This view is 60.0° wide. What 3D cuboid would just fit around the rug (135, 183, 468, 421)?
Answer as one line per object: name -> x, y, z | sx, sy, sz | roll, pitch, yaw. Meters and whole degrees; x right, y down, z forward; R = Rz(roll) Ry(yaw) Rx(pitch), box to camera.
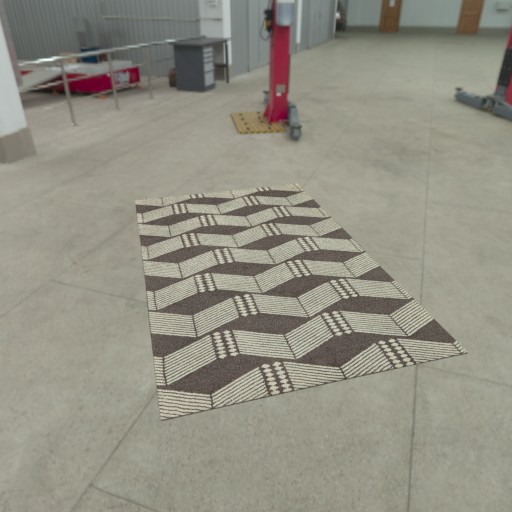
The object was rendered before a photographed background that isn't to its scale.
rug -> 0.000, 0.000, 3.048 | 1.517, 0.011, 2.435 | -8, 31, -14
